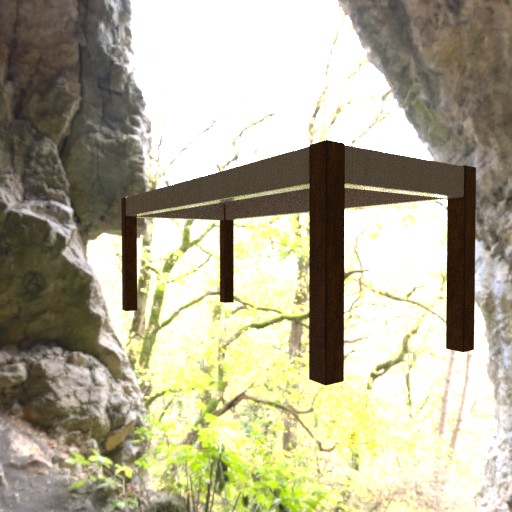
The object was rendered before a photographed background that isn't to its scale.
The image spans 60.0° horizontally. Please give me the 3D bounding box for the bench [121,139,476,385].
[{"bbox_3d":[0.000,0.000,1.457,0.507,0.457,1.198,-1,1,-34],"label":"bench"}]
